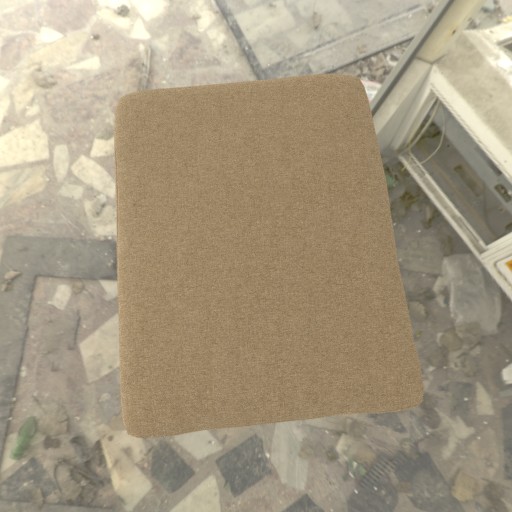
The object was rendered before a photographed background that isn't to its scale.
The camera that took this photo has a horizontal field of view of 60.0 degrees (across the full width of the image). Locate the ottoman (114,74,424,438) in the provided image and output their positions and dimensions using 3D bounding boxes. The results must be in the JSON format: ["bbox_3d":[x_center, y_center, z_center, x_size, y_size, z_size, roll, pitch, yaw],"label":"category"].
[{"bbox_3d":[0.000,0.000,1.279,0.692,0.511,0.889,-6,75,-2],"label":"ottoman"}]
